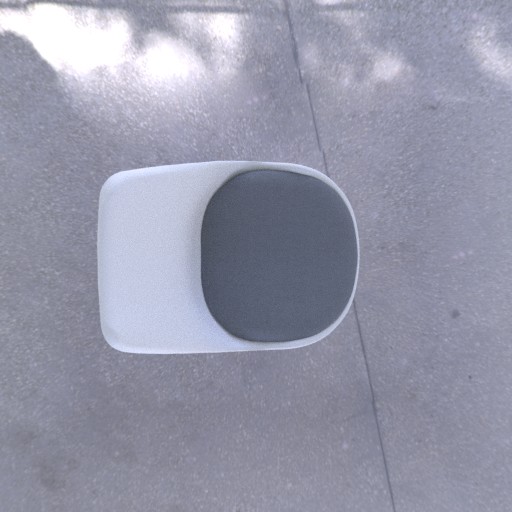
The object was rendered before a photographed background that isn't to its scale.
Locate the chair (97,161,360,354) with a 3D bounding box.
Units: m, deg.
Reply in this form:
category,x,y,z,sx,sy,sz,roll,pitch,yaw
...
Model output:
category,x,y,z,sx,sy,sz,roll,pitch,yaw
chair,0.000,0.000,1.187,0.550,0.850,0.485,0,92,1
